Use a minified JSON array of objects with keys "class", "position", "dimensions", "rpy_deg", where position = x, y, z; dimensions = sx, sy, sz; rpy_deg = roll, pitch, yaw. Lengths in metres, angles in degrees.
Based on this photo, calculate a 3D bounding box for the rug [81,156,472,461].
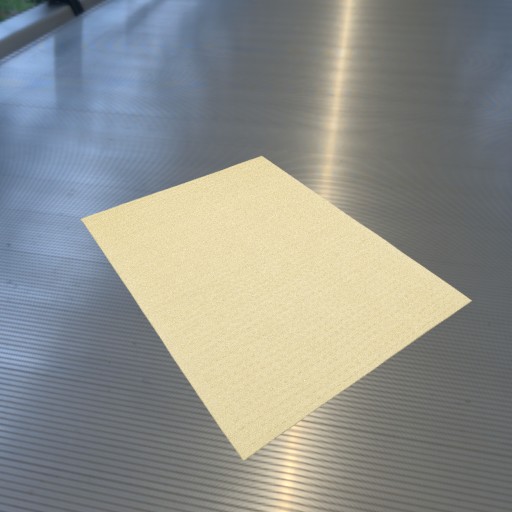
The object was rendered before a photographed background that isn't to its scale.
[{"class":"rug","position":[0.000,0.000,4.377],"dimensions":[2.452,0.016,3.204],"rpy_deg":[-25,47,-26]}]
